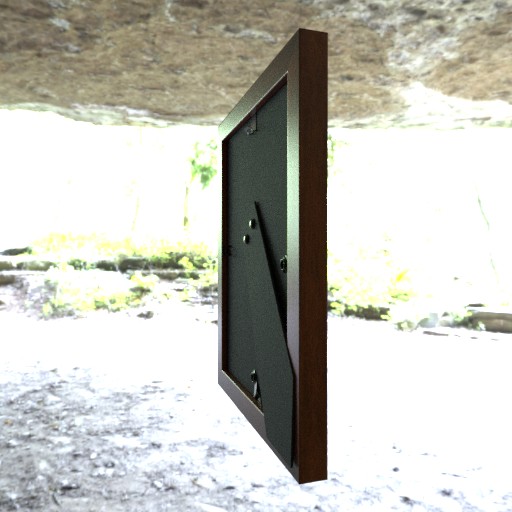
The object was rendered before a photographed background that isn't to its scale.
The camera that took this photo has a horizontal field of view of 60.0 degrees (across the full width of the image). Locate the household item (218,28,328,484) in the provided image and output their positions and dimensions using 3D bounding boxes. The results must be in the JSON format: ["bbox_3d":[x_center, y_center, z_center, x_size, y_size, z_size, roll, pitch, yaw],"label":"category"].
[{"bbox_3d":[0.000,0.000,0.340,0.020,0.250,0.200,0,0,-18],"label":"household item"}]
